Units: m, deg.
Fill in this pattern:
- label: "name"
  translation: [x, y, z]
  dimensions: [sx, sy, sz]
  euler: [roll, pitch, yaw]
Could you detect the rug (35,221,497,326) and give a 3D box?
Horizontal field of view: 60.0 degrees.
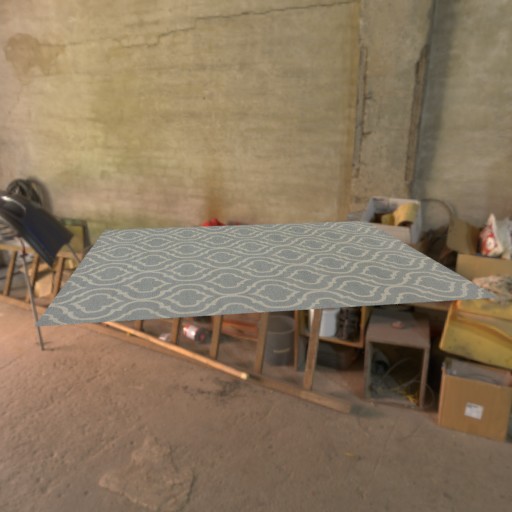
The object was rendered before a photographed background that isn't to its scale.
- label: "rug"
  translation: [0.000, 0.000, 3.809]
  dimensions: [2.892, 0.006, 2.283]
  euler: [-3, 17, -8]
